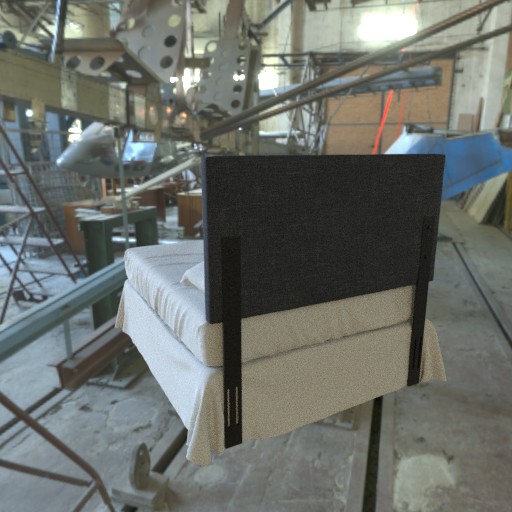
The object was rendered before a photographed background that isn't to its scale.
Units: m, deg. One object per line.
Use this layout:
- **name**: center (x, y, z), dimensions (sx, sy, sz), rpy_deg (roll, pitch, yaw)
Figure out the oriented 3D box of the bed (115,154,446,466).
- **bed**: center (0.000, 0.000, 3.470), dimensions (1.936, 1.577, 2.222), rpy_deg (-7, 16, -27)
